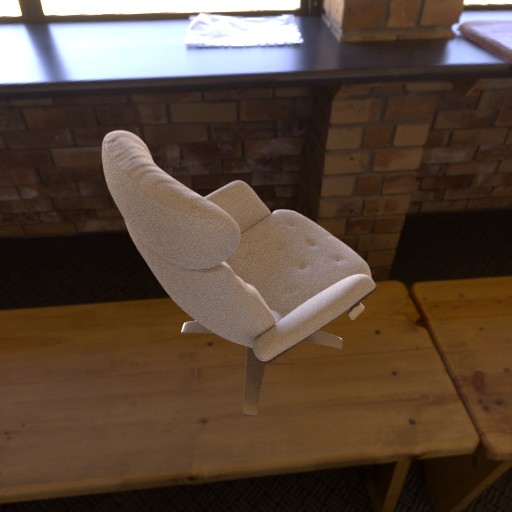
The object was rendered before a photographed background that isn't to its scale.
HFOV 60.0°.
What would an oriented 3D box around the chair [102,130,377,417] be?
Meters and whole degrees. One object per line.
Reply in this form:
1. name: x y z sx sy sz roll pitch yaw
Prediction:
1. chair: 0.000 0.000 1.567 0.837 0.995 0.785 -27 49 -27
